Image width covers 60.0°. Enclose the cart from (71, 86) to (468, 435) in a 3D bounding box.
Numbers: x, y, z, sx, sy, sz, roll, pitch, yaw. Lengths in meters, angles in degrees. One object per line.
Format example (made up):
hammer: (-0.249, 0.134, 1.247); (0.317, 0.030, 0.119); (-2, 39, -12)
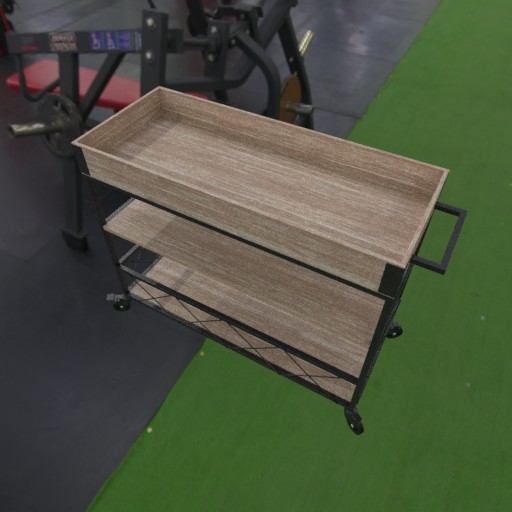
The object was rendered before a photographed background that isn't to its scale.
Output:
cart: (0.000, 0.000, 1.491); (1.101, 0.787, 0.500); (23, 51, 20)
